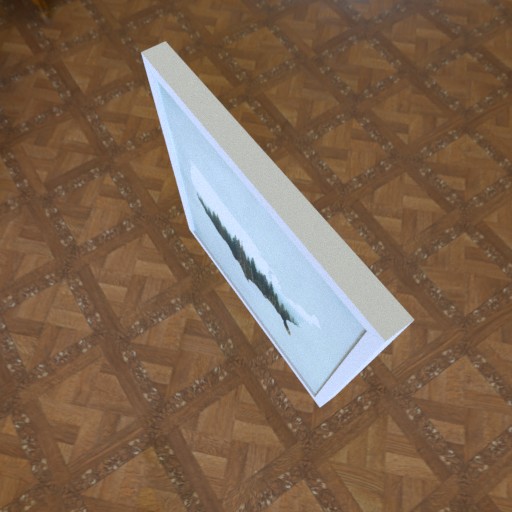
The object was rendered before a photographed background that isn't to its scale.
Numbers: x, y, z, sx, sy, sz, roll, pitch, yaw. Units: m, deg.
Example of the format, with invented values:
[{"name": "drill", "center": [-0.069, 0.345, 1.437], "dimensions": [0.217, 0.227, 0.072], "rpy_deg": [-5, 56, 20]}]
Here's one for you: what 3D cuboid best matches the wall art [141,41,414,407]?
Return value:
[{"name": "wall art", "center": [0.000, 0.000, 0.460], "dimensions": [0.024, 0.304, 0.304], "rpy_deg": [-32, 68, -15]}]
